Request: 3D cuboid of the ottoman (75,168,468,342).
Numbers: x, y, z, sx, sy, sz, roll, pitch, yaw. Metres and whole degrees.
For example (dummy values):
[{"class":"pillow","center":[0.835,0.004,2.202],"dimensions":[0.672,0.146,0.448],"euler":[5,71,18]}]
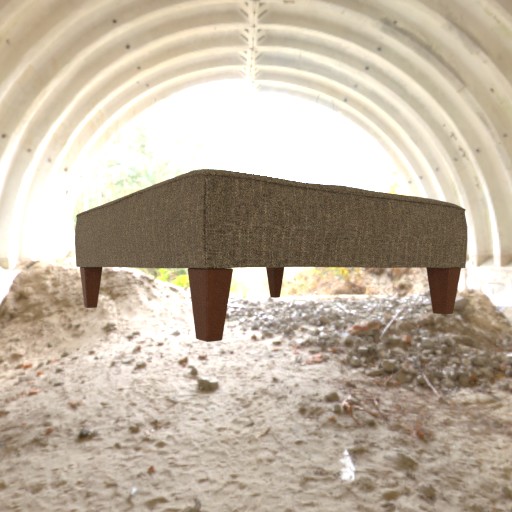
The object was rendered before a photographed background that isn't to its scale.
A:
[{"class":"ottoman","center":[0.000,0.000,1.542],"dimensions":[0.981,0.379,1.016],"euler":[1,-2,-36]}]
